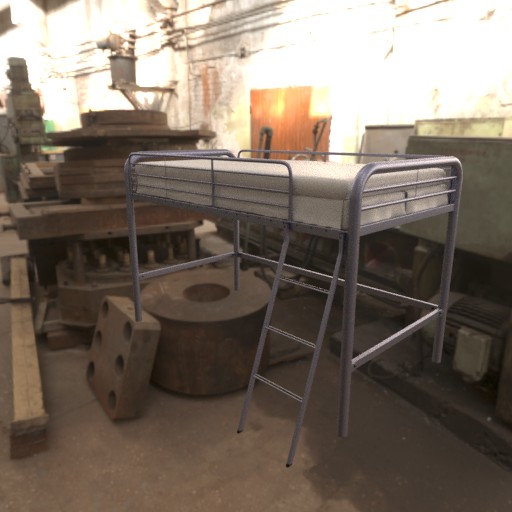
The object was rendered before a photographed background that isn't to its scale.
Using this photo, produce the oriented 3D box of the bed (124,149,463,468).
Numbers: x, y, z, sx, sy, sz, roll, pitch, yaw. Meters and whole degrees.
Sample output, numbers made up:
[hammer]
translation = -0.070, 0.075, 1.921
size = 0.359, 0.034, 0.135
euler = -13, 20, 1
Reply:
[bed]
translation = 0.000, 0.000, 2.876
size = 1.415, 1.288, 1.965
euler = -14, 21, -42
